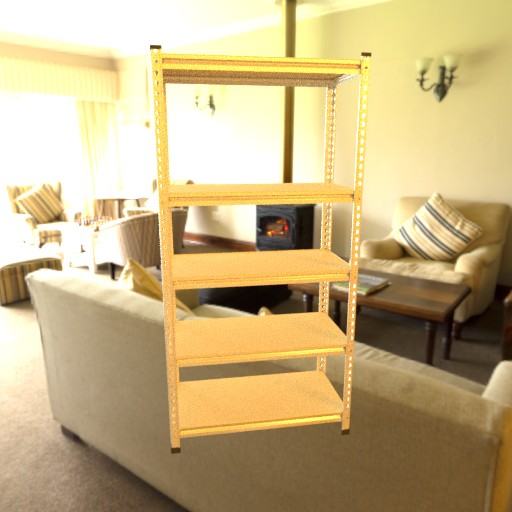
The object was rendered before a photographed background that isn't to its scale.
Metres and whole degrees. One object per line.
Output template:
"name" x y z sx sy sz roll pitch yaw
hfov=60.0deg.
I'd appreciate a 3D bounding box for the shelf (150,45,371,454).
"shelf" 0.000 0.000 2.222 0.914 1.829 0.457 -2 14 -9
